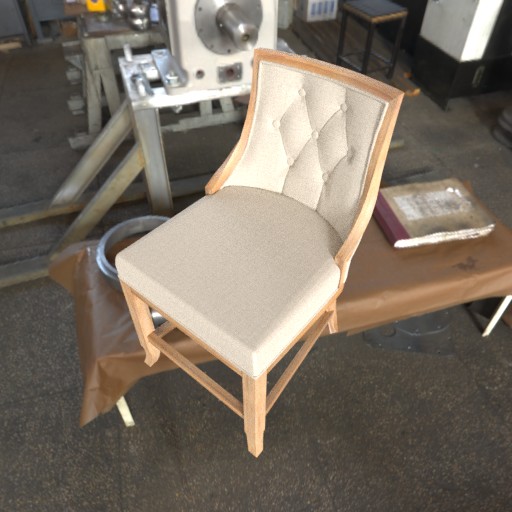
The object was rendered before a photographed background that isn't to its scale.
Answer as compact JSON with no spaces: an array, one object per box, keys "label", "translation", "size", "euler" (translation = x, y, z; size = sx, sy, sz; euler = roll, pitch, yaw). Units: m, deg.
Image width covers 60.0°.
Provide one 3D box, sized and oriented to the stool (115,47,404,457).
[{"label":"stool","translation":[0.000,0.000,1.312],"size":[0.524,0.938,0.626],"euler":[31,53,27]}]
